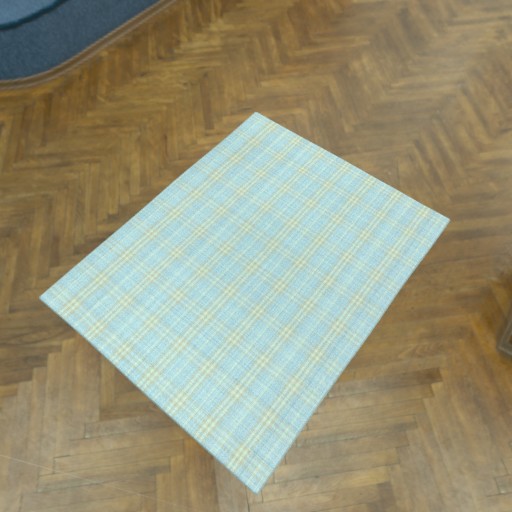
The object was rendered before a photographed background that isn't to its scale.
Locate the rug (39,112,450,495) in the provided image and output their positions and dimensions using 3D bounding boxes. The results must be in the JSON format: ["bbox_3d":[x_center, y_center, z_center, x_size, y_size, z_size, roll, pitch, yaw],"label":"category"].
[{"bbox_3d":[0.000,0.000,4.121,2.462,0.030,3.066,34,64,19],"label":"rug"}]
